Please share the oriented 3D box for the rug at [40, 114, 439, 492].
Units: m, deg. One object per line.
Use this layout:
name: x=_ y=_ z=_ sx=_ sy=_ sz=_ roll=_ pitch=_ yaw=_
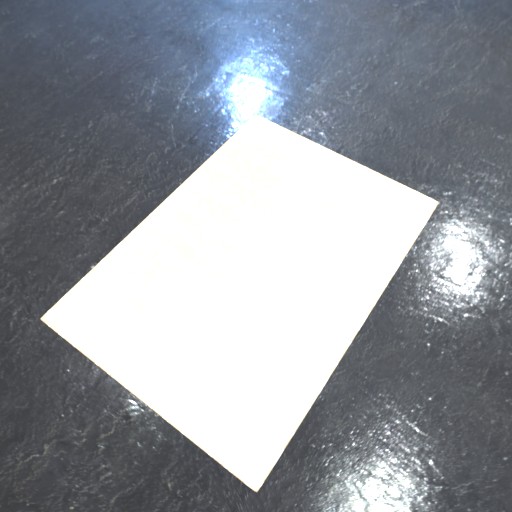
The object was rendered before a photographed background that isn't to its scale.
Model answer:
rug: x=0.000 y=0.000 z=2.767 sx=1.524 sy=0.010 sz=2.134 roll=31 pitch=63 yaw=18
